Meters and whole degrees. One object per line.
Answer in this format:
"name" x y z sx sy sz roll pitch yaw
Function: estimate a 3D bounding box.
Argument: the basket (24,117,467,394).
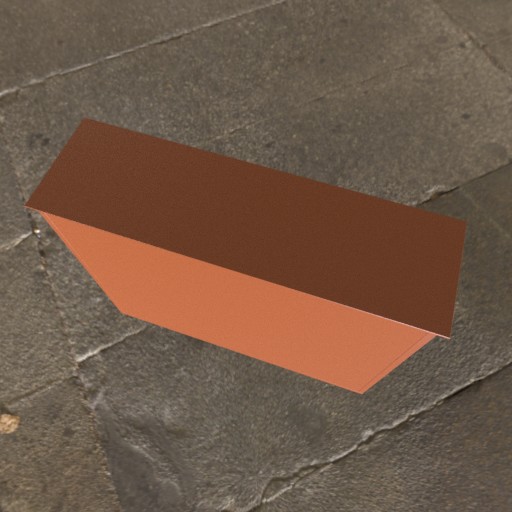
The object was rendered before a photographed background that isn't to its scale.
"basket" 0.000 0.000 1.135 0.792 0.625 0.376 17 65 8
